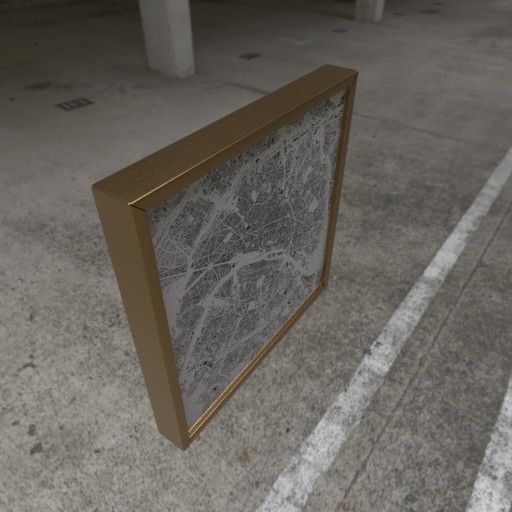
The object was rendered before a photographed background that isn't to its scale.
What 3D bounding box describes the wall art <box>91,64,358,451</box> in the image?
[{"bbox_3d":[0.000,0.000,0.463,0.037,0.305,0.305,25,46,27],"label":"wall art"}]
